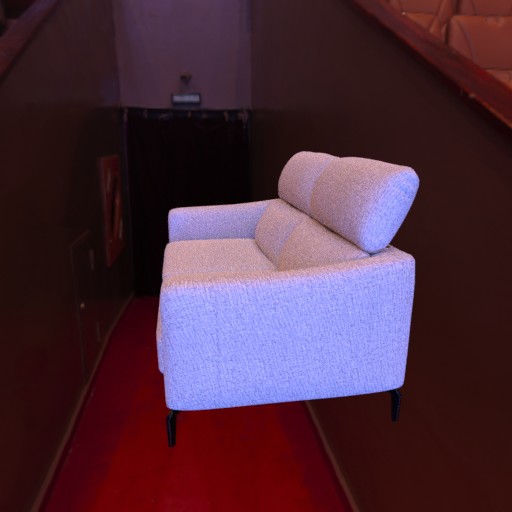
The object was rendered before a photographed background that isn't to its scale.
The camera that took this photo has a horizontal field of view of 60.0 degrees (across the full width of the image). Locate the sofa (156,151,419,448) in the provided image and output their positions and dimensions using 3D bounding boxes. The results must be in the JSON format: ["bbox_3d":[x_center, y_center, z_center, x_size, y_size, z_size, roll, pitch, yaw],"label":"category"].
[{"bbox_3d":[0.000,0.000,2.143,0.905,0.950,1.540,-3,16,-9],"label":"sofa"}]
